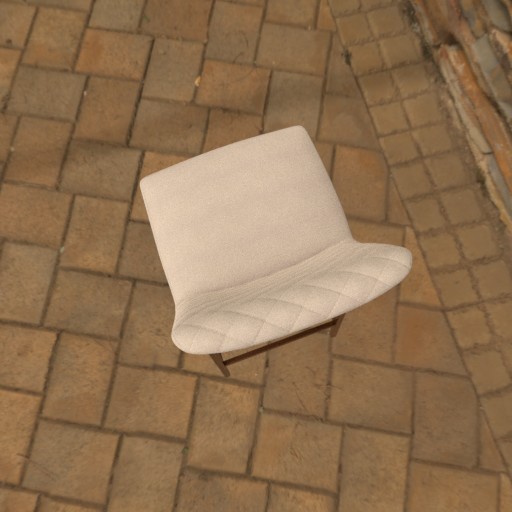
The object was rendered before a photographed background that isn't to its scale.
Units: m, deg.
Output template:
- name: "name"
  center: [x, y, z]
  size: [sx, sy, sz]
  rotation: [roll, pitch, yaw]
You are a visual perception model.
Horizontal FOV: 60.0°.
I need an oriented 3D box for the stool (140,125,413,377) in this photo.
- name: "stool"
  center: [0.000, 0.000, 1.303]
  size: [0.507, 0.973, 0.576]
  rotation: [-19, 76, -5]
